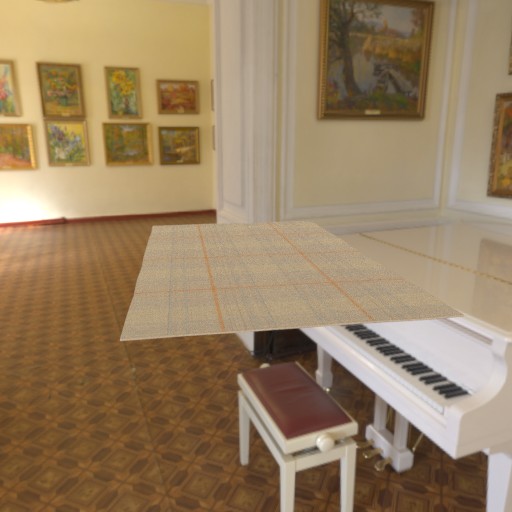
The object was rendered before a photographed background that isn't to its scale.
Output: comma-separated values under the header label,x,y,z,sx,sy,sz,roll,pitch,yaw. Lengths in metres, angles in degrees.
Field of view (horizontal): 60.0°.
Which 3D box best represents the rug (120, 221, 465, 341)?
label,x,y,z,sx,sy,sz,roll,pitch,yaw
rug,0.000,0.000,3.067,1.527,0.016,2.442,-2,15,-9
